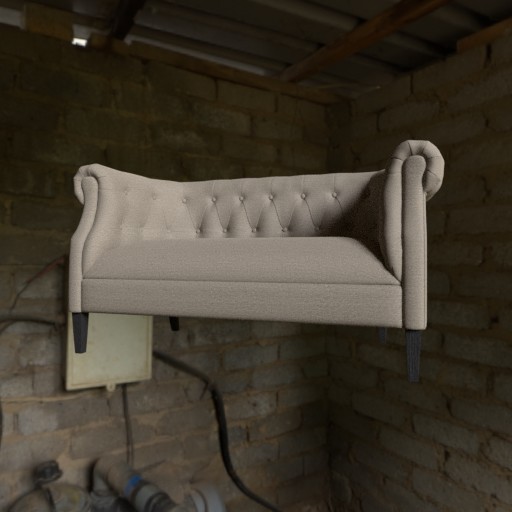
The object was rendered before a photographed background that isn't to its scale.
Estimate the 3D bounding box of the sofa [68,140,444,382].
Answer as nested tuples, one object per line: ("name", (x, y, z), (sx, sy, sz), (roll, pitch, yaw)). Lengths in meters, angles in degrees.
("sofa", (0.000, 0.000, 2.031), (1.558, 0.827, 0.835), (0, 0, 18))
